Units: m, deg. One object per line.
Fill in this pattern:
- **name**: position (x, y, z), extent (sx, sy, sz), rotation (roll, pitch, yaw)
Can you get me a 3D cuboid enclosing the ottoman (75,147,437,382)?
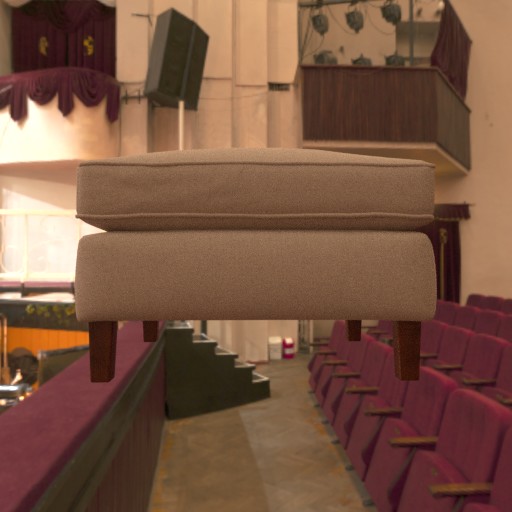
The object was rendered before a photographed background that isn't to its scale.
- **ottoman**: position (0.000, 0.000, 1.011), extent (0.665, 0.456, 0.501), rotation (0, -1, -1)
